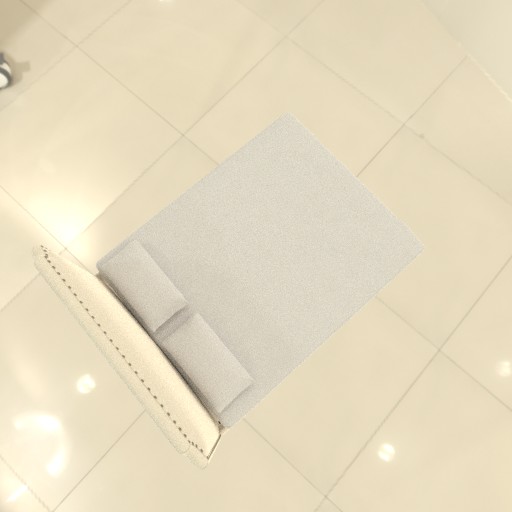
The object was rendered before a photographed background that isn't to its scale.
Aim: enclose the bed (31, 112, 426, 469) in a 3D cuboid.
[{"bbox_3d":[0.000,0.000,3.418,2.372,1.497,1.712,-40,79,-10],"label":"bed"}]
